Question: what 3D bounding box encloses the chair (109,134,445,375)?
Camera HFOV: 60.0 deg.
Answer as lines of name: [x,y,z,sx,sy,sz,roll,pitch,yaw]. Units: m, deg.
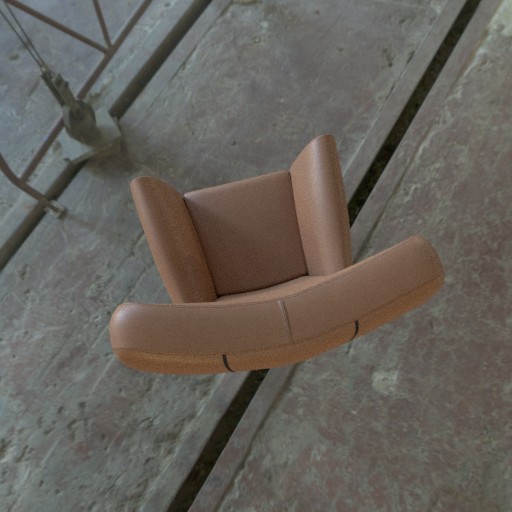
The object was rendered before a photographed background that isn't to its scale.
chair: [0.000,0.000,1.790,0.980,1.050,0.900,-14,75,-4]
